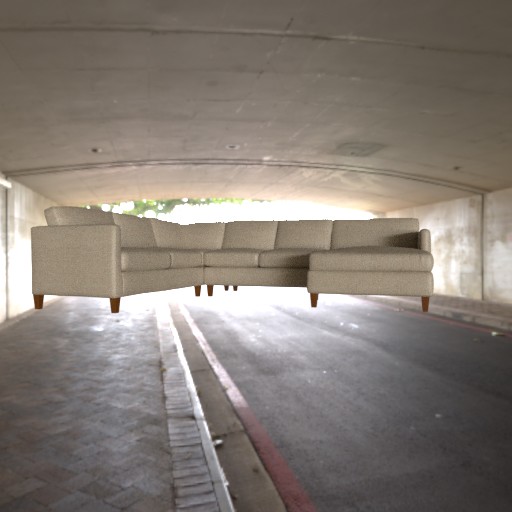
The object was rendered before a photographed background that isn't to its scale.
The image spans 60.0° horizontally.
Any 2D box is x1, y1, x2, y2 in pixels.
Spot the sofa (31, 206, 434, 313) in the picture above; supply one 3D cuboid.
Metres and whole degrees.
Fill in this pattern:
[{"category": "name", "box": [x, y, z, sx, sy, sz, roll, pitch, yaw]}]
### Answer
[{"category": "sofa", "box": [0.000, 0.000, 4.625, 3.460, 0.961, 2.594, 0, 0, 19]}]
